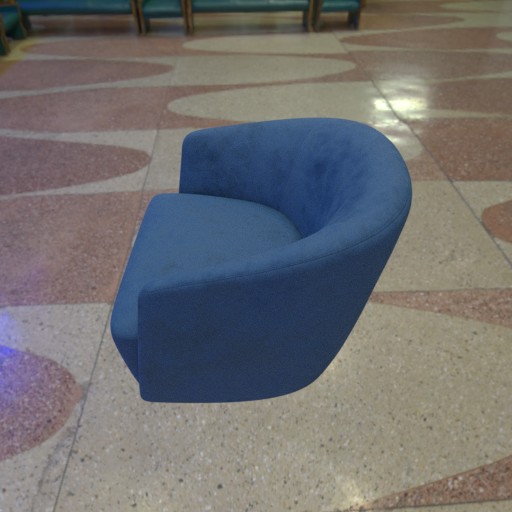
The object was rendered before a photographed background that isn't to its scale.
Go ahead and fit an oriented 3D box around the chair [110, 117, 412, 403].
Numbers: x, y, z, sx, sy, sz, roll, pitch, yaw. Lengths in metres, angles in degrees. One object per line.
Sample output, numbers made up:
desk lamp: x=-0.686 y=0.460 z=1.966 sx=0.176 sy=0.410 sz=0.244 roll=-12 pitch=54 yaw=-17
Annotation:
chair: x=0.000 y=0.000 z=1.351 sx=0.767 sy=0.698 sz=0.773 roll=0 pitch=40 yaw=0
